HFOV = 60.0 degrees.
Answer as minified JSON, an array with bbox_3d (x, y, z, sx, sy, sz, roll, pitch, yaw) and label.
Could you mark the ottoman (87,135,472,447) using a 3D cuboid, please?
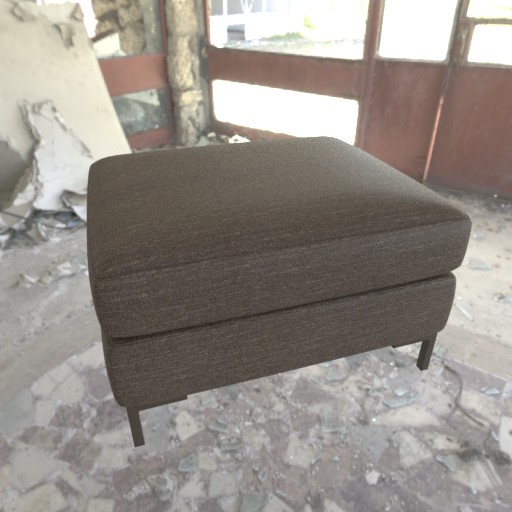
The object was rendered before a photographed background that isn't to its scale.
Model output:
[{"bbox_3d":[0.000,0.000,1.202,0.820,0.490,0.671,-9,32,-15],"label":"ottoman"}]
